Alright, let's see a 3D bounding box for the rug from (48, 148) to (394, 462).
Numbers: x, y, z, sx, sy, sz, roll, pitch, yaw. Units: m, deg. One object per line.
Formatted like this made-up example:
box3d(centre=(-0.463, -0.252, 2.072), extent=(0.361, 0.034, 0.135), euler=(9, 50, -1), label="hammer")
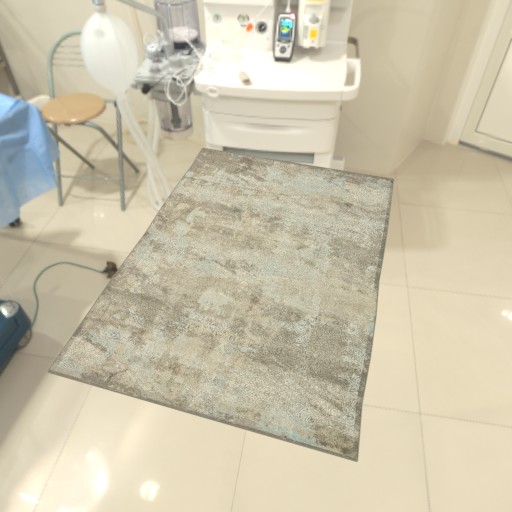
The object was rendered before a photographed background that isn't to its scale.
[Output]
box3d(centre=(0.000, 0.000, 4.291), extent=(2.393, 0.013, 3.307), euler=(12, 47, 11), label="rug")
